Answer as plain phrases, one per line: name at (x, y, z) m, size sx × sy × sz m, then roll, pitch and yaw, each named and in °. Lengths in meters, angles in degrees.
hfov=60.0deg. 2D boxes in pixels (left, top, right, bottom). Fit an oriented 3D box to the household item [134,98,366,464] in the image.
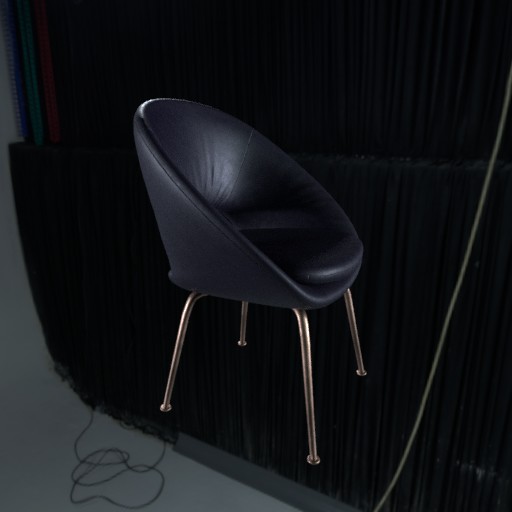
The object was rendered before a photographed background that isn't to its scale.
household item at (0.000, 0.000, 1.254) m, size 0.573 × 0.852 × 0.623 m, roll 8°, pitch 18°, yaw 26°
